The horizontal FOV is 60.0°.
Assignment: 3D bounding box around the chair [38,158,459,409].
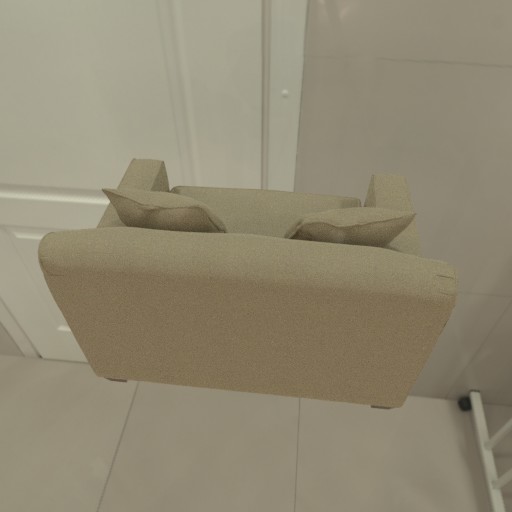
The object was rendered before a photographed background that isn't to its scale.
[{"bbox_3d":[0.000,0.000,2.020,1.383,0.948,1.000,5,47,4],"label":"chair"}]
